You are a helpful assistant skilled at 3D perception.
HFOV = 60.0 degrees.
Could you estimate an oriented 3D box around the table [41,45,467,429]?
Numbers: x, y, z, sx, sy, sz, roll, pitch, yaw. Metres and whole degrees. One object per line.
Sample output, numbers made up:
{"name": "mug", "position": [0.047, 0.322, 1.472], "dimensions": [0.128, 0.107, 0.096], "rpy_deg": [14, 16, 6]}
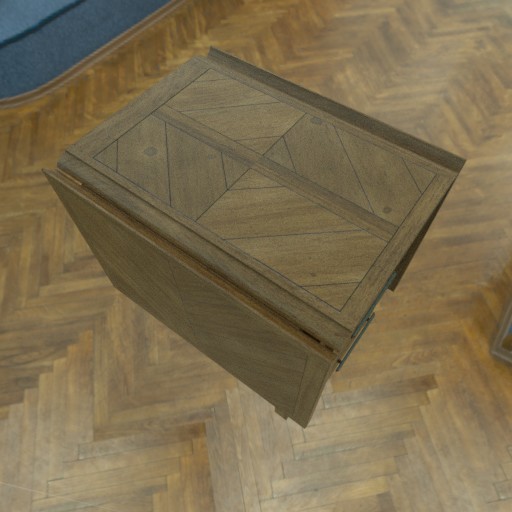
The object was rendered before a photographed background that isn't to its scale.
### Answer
{"name": "table", "position": [0.000, 0.000, 1.303], "dimensions": [0.746, 0.763, 0.591], "rpy_deg": [32, 62, 19]}
